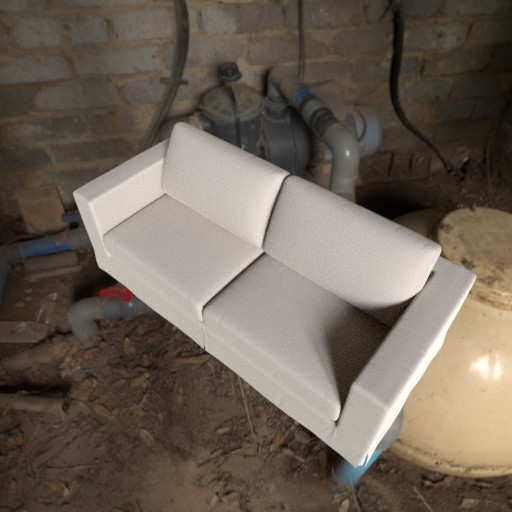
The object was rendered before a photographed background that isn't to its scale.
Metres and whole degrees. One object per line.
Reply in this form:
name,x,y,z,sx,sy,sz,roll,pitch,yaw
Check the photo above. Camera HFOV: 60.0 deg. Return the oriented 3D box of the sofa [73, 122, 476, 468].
sofa,0.000,0.000,2.603,2.163,0.881,0.954,31,54,26
